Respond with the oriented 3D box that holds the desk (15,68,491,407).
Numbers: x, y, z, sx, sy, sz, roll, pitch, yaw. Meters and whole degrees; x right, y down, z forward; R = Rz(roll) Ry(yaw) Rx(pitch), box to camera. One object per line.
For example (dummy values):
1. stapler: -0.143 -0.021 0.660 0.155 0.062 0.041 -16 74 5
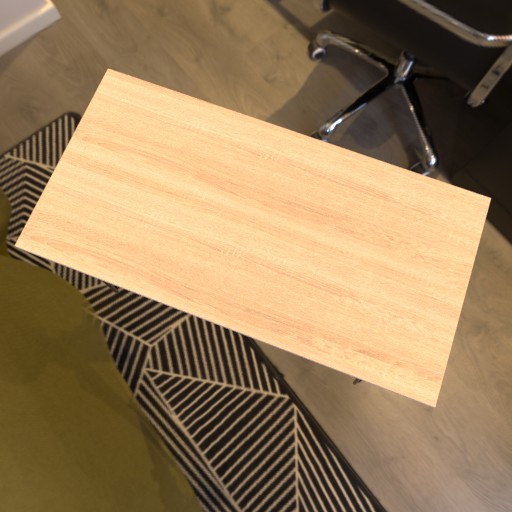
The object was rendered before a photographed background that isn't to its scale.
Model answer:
1. desk: 0.000 0.000 1.347 0.991 0.660 0.499 20 77 5
